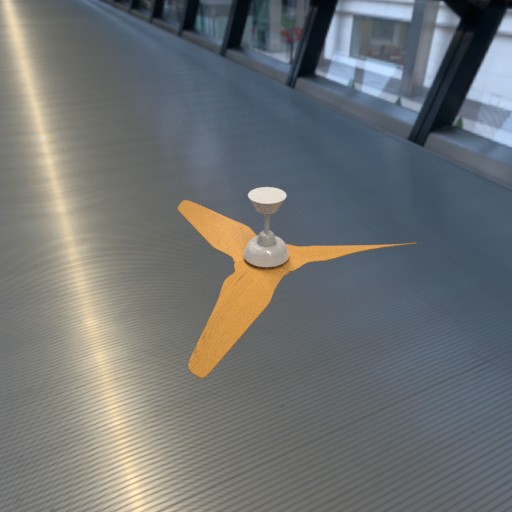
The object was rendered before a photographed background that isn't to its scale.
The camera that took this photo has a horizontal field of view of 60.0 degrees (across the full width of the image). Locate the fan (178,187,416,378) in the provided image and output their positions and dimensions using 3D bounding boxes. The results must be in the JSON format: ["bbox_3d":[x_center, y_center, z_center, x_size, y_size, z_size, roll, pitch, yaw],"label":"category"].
[{"bbox_3d":[0.000,0.000,1.632,1.142,0.355,1.010,10,34,15],"label":"fan"}]
